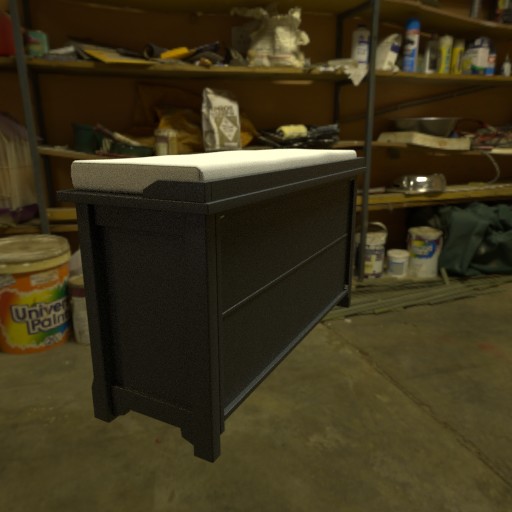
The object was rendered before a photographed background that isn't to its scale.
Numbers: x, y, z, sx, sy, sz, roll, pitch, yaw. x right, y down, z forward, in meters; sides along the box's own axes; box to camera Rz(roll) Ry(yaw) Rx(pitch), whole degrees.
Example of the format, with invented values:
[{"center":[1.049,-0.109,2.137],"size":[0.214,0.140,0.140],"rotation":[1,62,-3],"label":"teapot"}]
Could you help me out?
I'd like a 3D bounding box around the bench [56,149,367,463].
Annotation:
[{"center":[0.000,0.000,1.233],"size":[0.345,0.561,0.973],"rotation":[8,17,27],"label":"bench"}]
